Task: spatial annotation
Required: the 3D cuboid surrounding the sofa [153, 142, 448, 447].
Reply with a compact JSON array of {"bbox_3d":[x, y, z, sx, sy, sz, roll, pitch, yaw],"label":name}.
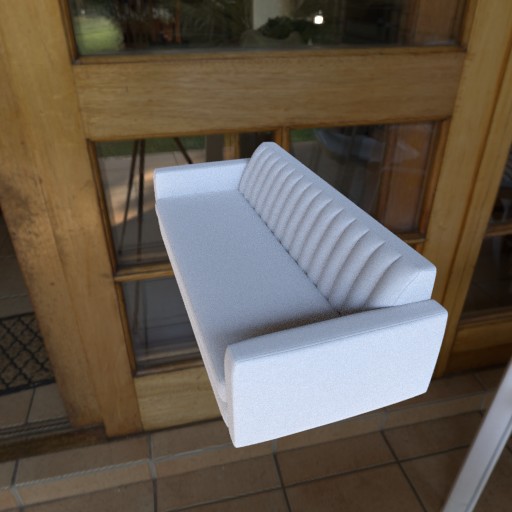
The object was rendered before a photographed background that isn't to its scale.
[{"bbox_3d":[0.000,0.000,2.763,0.990,0.821,2.291,-10,32,-16],"label":"sofa"}]
